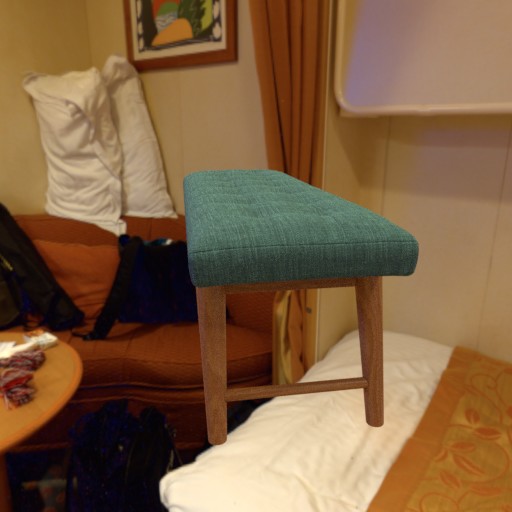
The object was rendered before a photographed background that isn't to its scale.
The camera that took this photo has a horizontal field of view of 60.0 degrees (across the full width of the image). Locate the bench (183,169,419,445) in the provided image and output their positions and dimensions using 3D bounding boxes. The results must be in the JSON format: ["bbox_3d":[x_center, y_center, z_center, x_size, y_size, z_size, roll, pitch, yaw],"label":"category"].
[{"bbox_3d":[0.000,0.000,1.319,0.406,0.432,1.118,-3,16,-9],"label":"bench"}]
